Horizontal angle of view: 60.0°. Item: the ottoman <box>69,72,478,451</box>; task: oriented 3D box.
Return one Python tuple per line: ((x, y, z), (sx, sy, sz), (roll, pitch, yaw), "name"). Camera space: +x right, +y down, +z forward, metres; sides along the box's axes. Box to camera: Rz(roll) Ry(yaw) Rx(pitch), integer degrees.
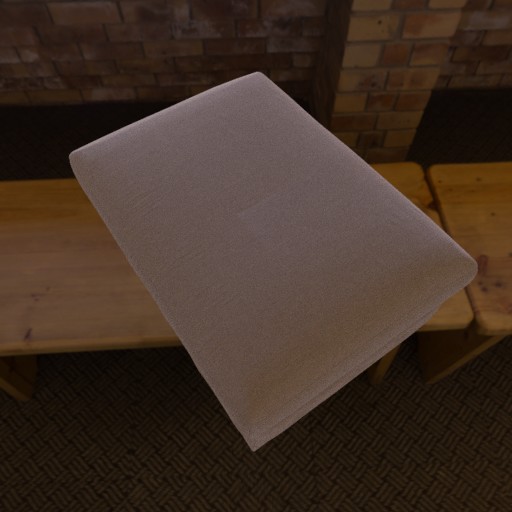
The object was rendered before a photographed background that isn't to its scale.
((0.000, 0.000, 1.126), (0.569, 0.500, 0.771), (-31, 63, -18), "ottoman")
